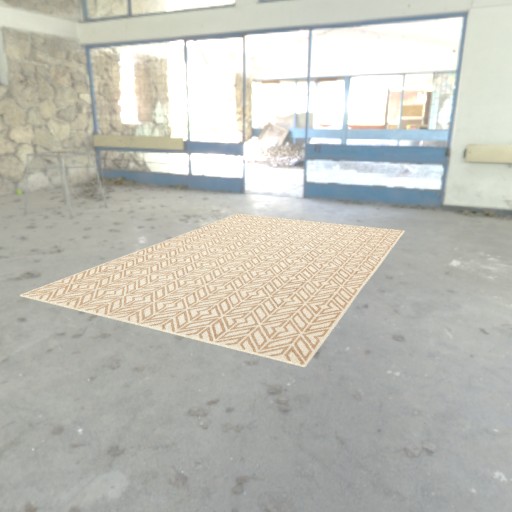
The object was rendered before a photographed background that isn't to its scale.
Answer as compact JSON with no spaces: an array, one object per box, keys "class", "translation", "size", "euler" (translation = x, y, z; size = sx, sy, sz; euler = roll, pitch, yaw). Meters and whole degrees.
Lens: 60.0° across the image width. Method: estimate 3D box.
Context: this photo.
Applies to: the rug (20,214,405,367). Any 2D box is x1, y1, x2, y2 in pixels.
[{"class":"rug","translation":[0.000,0.000,2.309],"size":[1.220,0.007,1.828],"euler":[8,19,25]}]
